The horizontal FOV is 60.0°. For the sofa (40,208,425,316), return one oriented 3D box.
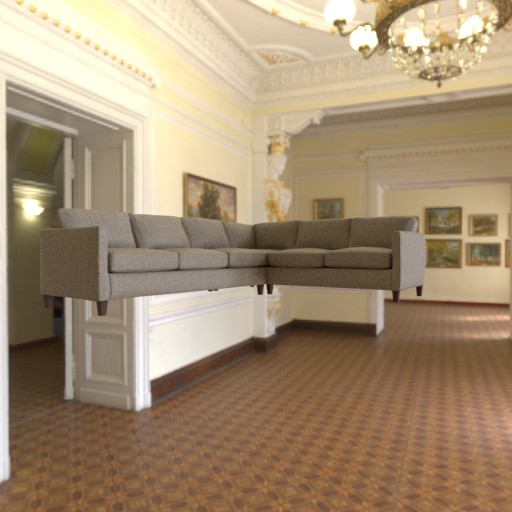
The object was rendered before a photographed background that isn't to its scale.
[{"bbox_3d":[0.000,0.000,4.606,2.593,0.947,3.302,0,0,36],"label":"sofa"}]
